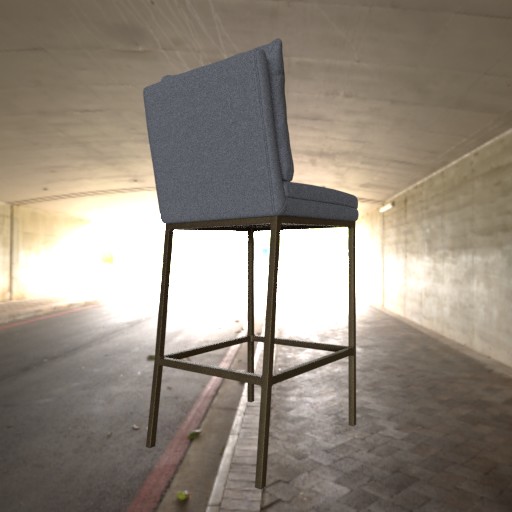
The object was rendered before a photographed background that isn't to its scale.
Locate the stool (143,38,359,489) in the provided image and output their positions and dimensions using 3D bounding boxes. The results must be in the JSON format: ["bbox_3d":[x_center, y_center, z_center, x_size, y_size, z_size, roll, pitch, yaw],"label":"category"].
[{"bbox_3d":[0.000,0.000,1.409,0.463,1.130,0.569,-1,-1,36],"label":"stool"}]
